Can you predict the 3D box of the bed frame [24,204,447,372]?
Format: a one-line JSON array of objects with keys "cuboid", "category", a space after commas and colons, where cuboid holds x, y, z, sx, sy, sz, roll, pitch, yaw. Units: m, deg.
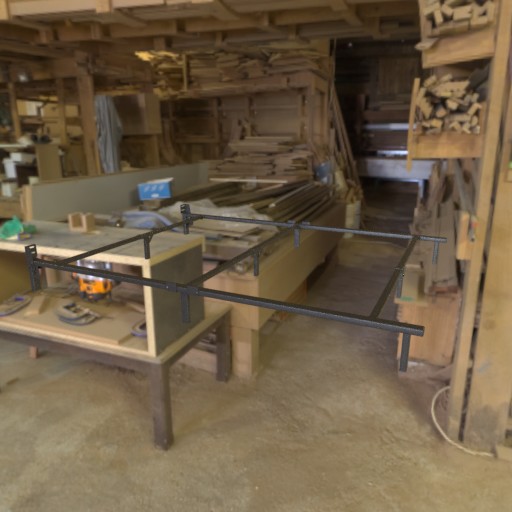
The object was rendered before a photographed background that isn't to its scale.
[{"cuboid": [0.000, 0.000, 2.602, 1.990, 0.248, 1.498, 8, 18, 24], "category": "bed frame"}]
